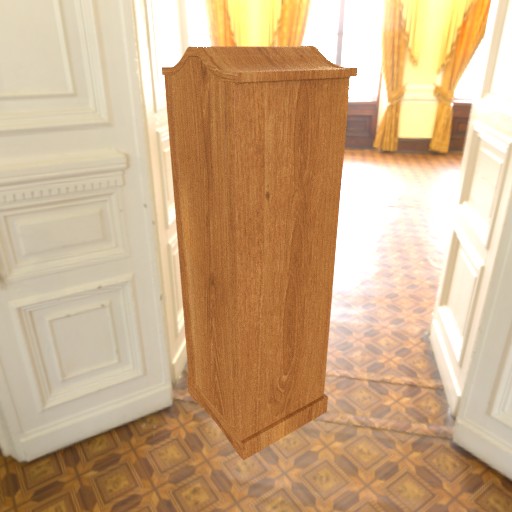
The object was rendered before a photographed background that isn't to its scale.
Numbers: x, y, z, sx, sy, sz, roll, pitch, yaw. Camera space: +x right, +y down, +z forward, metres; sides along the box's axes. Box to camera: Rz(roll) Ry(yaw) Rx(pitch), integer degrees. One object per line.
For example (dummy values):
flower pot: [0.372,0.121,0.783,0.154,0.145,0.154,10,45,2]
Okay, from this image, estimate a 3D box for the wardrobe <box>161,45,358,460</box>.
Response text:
wardrobe: [0.000,0.000,2.177,0.570,1.870,0.590,-17,30,-32]
